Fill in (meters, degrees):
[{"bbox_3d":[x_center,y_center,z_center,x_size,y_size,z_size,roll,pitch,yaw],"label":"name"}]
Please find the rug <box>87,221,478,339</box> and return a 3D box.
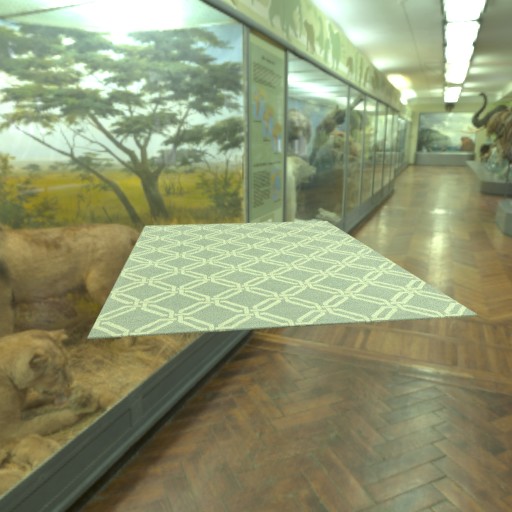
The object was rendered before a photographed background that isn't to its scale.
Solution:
[{"bbox_3d":[0.000,0.000,4.319,2.438,0.013,3.353,-2,15,-8],"label":"rug"}]
